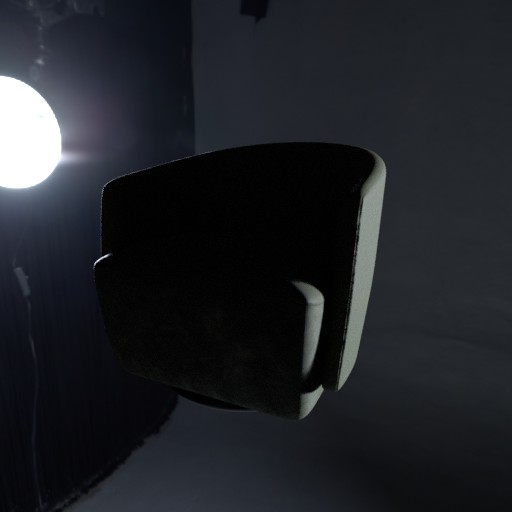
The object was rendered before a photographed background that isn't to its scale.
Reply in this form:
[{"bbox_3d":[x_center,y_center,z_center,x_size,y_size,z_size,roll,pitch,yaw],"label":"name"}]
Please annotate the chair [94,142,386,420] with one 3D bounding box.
[{"bbox_3d":[0.000,0.000,1.381,0.773,0.698,0.767,7,15,27],"label":"chair"}]
